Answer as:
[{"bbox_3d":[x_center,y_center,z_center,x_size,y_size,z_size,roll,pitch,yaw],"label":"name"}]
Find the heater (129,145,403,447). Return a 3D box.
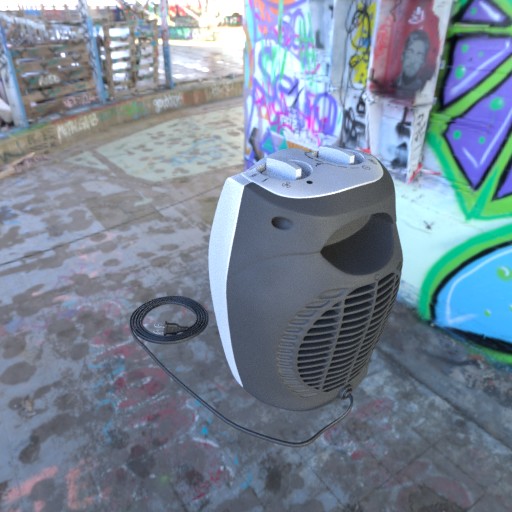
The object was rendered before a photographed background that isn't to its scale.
[{"bbox_3d":[0.000,0.000,0.474,0.239,0.240,0.291,-19,35,-30],"label":"heater"}]
